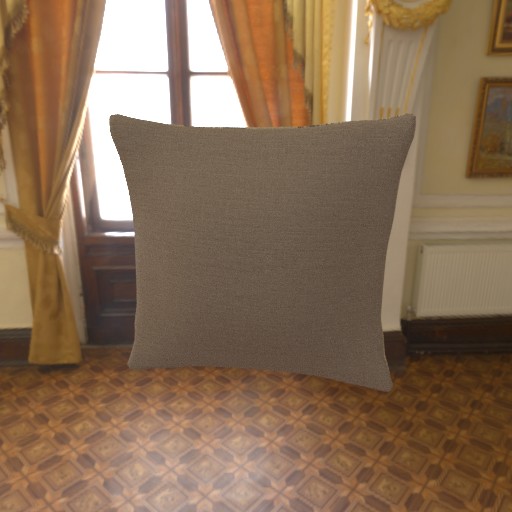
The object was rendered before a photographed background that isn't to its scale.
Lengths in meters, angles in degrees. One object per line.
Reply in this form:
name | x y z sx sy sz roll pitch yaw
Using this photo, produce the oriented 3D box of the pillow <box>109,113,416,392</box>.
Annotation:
pillow | 0.000 0.000 0.678 0.435 0.416 0.189 2 17 8
